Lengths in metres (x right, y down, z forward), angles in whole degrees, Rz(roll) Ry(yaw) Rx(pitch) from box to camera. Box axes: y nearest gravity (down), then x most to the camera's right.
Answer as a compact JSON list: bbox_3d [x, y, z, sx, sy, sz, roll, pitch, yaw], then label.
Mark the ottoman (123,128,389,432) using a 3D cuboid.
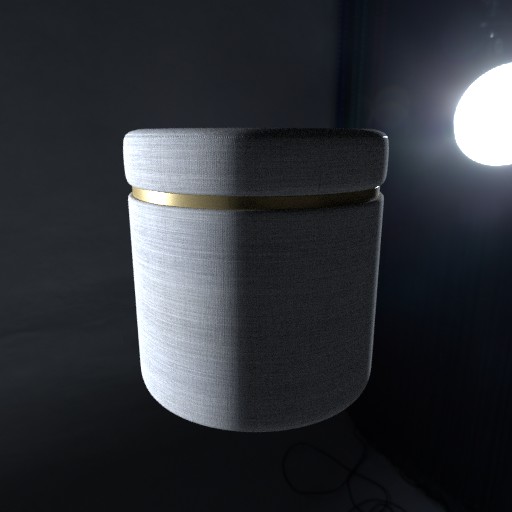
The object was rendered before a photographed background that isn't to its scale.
[{"bbox_3d":[0.000,0.000,0.740,0.400,0.406,0.400,0,15,0],"label":"ottoman"}]
